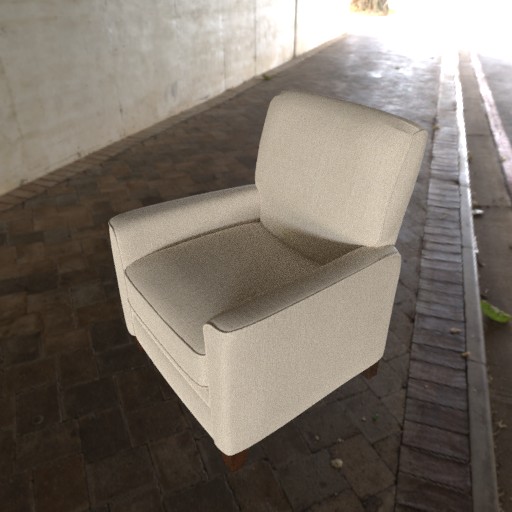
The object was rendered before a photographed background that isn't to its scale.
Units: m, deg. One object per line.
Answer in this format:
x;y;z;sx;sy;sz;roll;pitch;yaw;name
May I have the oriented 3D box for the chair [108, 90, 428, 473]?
0.000;0.000;1.635;0.858;1.028;0.841;-22;37;-31;chair
